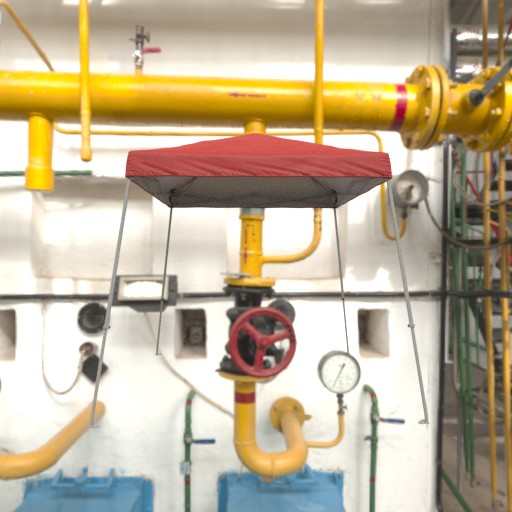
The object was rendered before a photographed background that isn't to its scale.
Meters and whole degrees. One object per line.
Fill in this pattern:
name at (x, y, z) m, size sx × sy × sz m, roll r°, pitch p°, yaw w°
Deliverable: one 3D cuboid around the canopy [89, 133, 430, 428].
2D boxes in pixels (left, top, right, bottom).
canopy at (0.000, 0.000, 6.478) m, size 3.599 × 3.600 × 3.600 m, roll 0°, pitch 0°, yaw -2°
